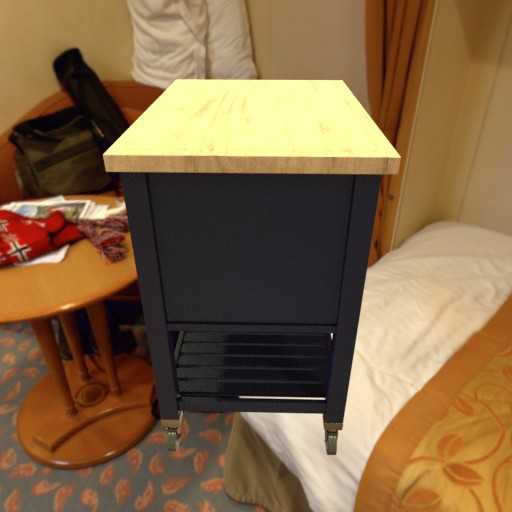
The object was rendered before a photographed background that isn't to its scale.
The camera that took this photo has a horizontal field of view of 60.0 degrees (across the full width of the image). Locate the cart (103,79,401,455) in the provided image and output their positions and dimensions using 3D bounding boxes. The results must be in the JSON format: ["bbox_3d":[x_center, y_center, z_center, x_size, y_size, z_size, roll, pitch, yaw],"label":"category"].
[{"bbox_3d":[0.000,0.000,1.412,0.567,0.920,0.797,1,31,1],"label":"cart"}]
